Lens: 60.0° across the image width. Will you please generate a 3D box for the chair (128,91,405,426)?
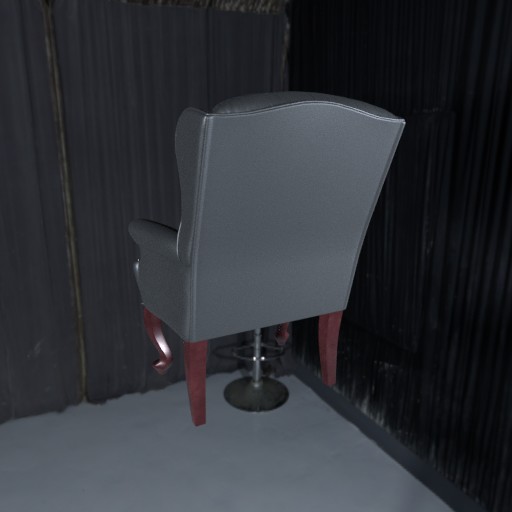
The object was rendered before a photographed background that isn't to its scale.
[{"bbox_3d":[0.000,0.000,1.666,0.838,1.111,0.762,-8,16,-27],"label":"chair"}]
